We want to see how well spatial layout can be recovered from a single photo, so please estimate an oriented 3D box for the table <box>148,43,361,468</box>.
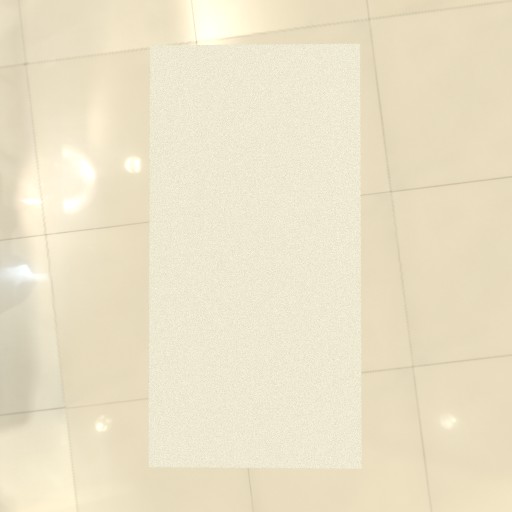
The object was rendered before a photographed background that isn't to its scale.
[{"bbox_3d":[0.000,0.000,1.266,0.500,0.441,1.000,0,89,1],"label":"table"}]
